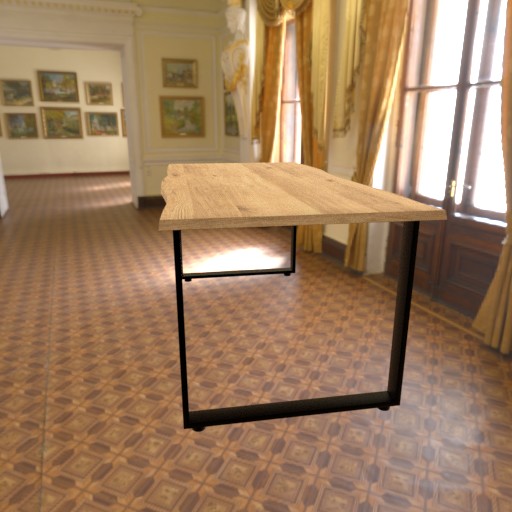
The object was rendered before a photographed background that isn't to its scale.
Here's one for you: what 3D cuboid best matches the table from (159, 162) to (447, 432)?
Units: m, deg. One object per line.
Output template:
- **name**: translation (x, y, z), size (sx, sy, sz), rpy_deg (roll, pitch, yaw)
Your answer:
- **table**: translation (0.000, 0.000, 2.257), size (0.900, 0.780, 1.800), rpy_deg (-3, 17, -9)
